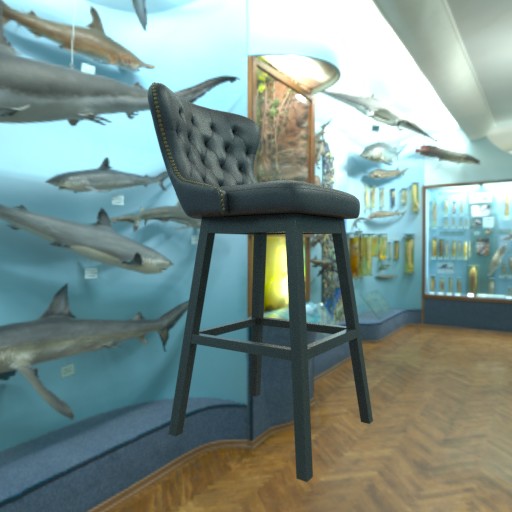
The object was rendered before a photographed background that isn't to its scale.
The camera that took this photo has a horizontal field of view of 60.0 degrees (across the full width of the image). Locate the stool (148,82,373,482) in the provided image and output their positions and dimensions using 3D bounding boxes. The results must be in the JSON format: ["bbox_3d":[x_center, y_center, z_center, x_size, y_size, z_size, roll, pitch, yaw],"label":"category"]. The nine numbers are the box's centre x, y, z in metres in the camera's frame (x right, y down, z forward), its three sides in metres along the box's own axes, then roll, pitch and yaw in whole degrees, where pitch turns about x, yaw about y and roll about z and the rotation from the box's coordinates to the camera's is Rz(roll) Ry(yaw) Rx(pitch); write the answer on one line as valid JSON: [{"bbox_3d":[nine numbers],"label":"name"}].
[{"bbox_3d":[0.000,0.000,1.384,0.601,1.050,0.528,1,2,35],"label":"stool"}]
